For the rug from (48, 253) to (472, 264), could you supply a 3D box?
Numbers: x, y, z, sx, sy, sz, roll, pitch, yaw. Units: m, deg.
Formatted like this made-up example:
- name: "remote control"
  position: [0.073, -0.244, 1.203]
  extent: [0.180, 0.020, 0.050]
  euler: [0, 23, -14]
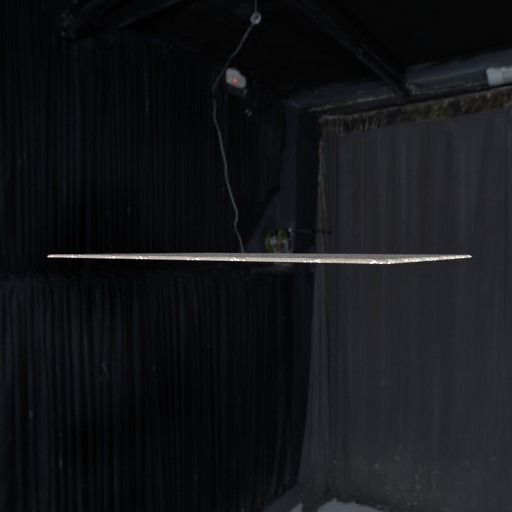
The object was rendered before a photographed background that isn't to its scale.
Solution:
- name: "rug"
  position: [0.000, 0.000, 2.308]
  extent: [1.836, 0.012, 1.239]
  euler: [1, 1, 36]
